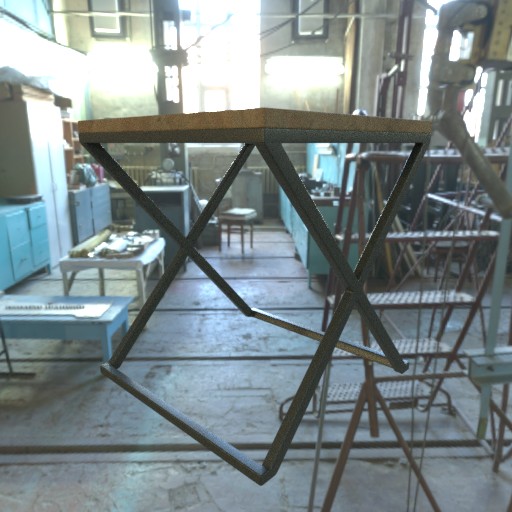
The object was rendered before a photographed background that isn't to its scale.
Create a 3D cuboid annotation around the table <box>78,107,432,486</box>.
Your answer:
[{"bbox_3d":[0.000,0.000,0.942,0.499,0.550,0.498,13,19,42],"label":"table"}]
